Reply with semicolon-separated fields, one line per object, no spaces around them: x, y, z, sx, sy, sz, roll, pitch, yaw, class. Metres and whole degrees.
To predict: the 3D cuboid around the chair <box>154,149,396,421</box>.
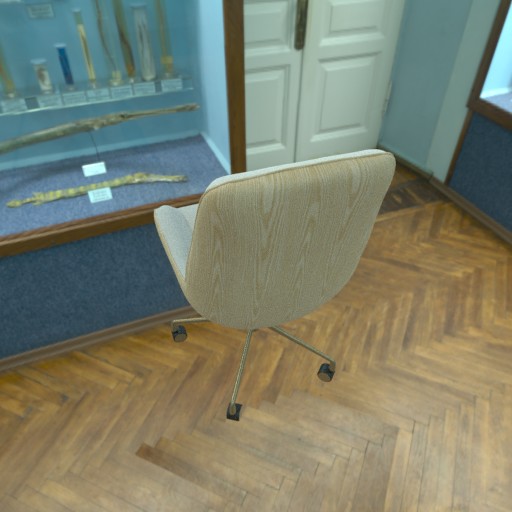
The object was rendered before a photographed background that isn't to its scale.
0.000;0.000;1.350;0.564;0.952;0.668;-13;43;-15;chair
